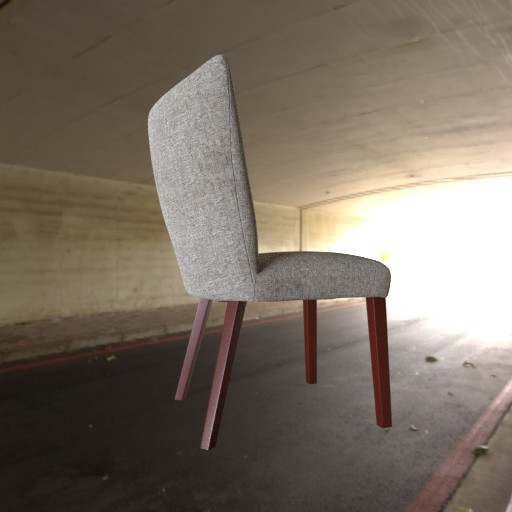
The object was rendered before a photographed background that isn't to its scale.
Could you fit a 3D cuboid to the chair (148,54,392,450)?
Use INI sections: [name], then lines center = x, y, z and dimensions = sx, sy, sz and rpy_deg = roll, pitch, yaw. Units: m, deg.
[chair]
center = 0.000, 0.000, 1.316
dimensions = 0.623, 0.924, 0.535
rpy_deg = 0, 0, -19
